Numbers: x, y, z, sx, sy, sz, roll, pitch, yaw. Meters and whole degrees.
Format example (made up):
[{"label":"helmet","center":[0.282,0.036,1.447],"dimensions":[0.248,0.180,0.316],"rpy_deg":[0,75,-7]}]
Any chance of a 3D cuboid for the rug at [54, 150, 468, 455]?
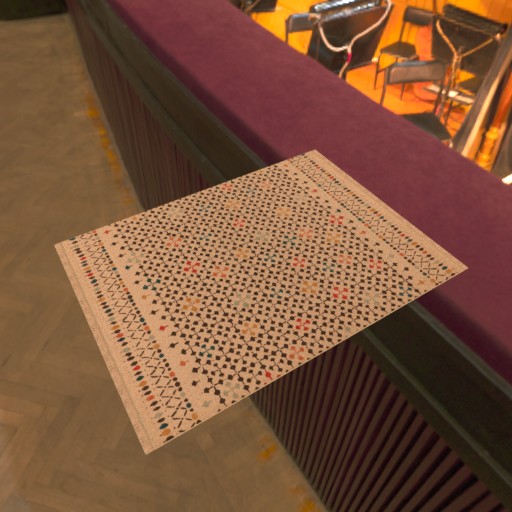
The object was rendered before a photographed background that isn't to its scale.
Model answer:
[{"label":"rug","center":[0.000,0.000,2.062],"dimensions":[1.556,0.006,1.146],"rpy_deg":[-24,51,-22]}]
